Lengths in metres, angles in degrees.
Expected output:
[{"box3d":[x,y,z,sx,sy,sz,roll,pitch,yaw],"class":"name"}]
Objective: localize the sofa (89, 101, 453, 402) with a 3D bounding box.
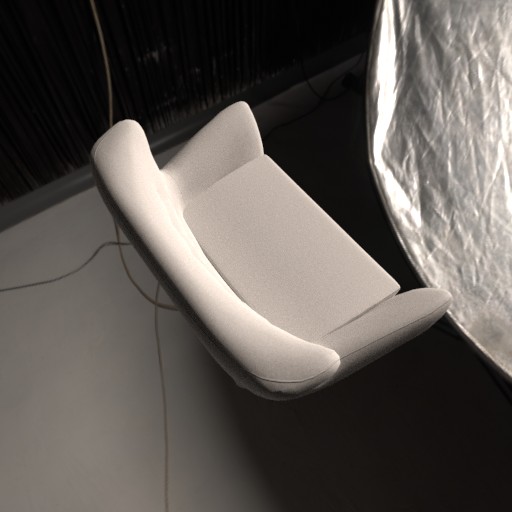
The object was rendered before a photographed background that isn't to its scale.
[{"box3d":[0.000,0.000,2.006,0.921,0.878,1.424,-33,65,-18],"class":"sofa"}]
